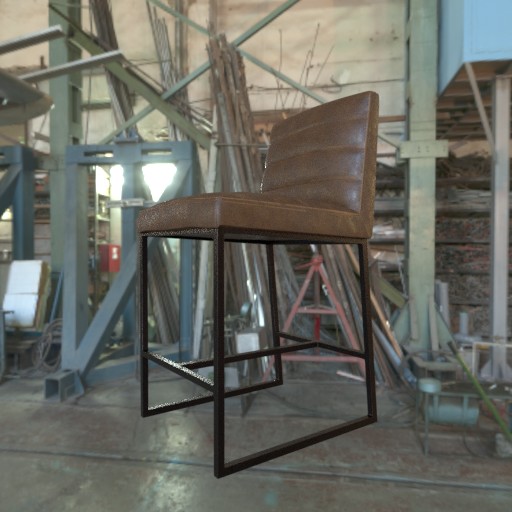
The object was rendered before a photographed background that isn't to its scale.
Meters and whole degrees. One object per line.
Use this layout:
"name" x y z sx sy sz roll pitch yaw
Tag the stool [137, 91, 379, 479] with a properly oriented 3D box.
"stool" 0.000 0.000 1.269 0.562 0.942 0.463 -1 1 -36
